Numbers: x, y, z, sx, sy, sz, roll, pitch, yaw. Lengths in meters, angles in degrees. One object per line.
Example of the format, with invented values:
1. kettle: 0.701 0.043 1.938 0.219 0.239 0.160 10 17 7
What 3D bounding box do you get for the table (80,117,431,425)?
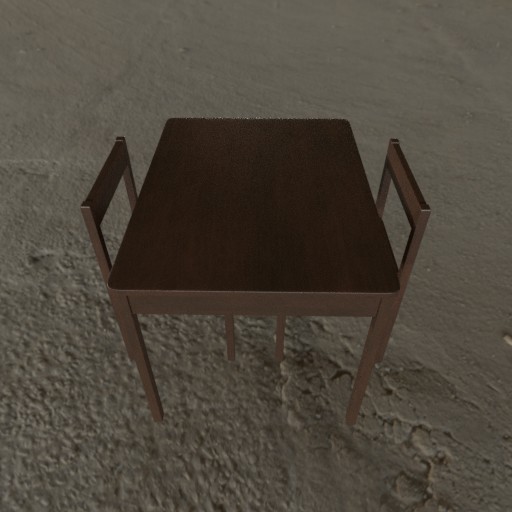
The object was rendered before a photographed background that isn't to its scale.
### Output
1. table: 0.000 0.000 1.116 0.672 0.503 0.650 1 42 1
